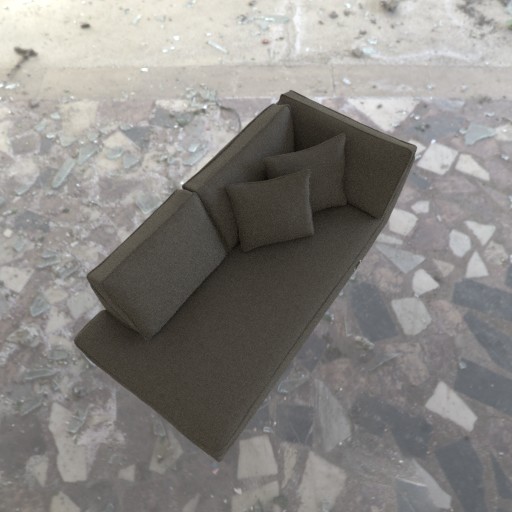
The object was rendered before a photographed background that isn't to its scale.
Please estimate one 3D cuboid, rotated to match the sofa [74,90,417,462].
[{"bbox_3d":[0.000,0.000,2.901,1.110,1.033,2.237,32,64,18],"label":"sofa"}]
